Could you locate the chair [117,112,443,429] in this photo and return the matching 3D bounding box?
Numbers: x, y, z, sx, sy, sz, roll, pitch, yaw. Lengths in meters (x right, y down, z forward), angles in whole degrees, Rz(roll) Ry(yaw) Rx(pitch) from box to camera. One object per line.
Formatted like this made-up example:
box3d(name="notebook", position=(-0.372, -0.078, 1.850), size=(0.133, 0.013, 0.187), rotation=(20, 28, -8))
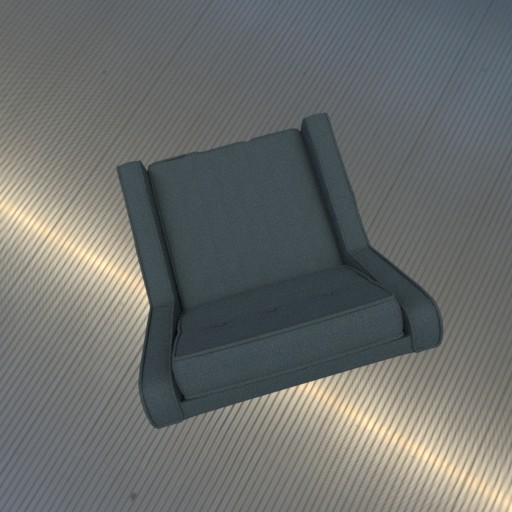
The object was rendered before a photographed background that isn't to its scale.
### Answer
box3d(name="chair", position=(0.000, 0.000, 1.329), size=(0.663, 0.780, 0.733), rotation=(-15, 78, -3))
